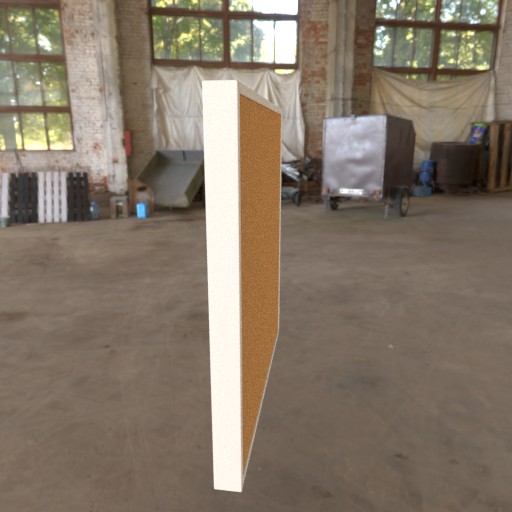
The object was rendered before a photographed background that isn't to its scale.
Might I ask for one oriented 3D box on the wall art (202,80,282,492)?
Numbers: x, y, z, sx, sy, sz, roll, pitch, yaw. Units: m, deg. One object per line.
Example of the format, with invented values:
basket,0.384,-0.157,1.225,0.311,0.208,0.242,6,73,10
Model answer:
wall art,0.000,0.000,0.762,0.037,0.508,0.508,2,15,8
